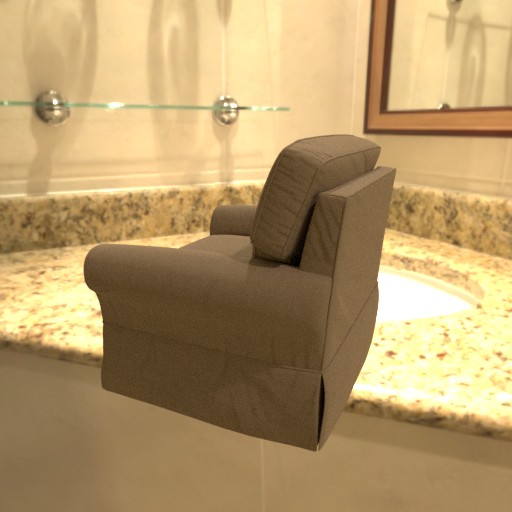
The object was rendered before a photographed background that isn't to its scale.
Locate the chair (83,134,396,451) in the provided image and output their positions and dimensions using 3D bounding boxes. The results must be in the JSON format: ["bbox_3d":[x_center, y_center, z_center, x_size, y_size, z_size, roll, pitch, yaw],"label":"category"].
[{"bbox_3d":[0.000,0.000,1.921,0.988,1.017,1.135,8,18,24],"label":"chair"}]
